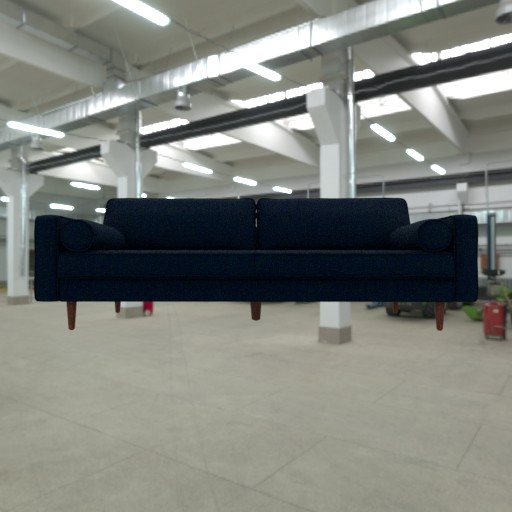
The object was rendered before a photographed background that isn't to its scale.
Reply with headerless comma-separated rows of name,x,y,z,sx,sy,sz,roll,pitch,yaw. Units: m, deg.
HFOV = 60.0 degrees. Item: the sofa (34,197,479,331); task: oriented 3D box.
sofa,0.000,0.000,2.620,2.210,0.762,0.914,0,-1,0
